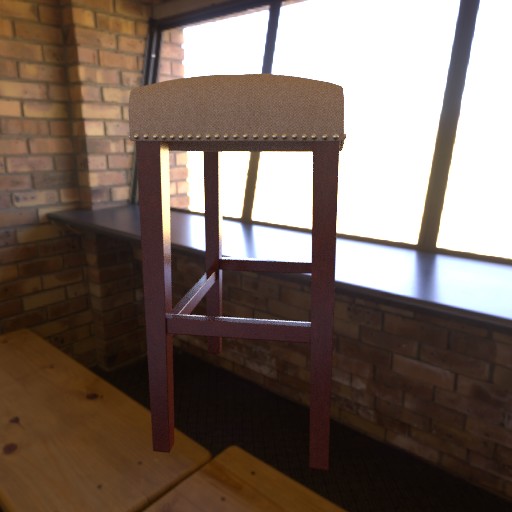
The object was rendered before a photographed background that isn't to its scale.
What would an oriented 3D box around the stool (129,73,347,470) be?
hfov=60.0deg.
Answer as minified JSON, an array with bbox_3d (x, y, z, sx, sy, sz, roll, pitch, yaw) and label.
[{"bbox_3d":[0.000,0.000,1.039,0.372,0.742,0.504,2,15,9],"label":"stool"}]
